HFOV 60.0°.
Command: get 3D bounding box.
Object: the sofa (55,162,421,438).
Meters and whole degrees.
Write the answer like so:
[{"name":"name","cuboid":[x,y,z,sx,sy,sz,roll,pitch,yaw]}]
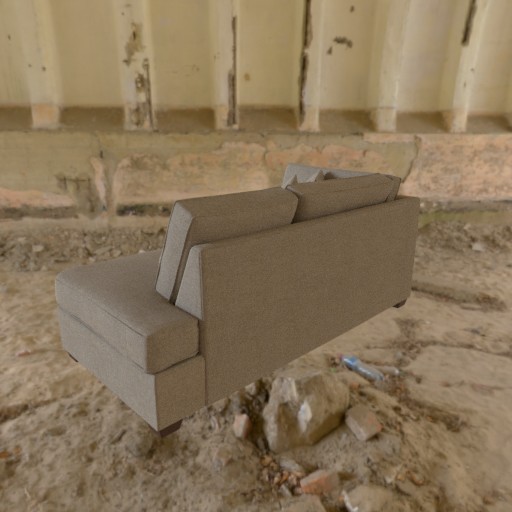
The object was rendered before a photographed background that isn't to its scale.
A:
[{"name":"sofa","cuboid":[0.000,0.000,2.857,2.238,1.019,1.110,-16,23,-42]}]
